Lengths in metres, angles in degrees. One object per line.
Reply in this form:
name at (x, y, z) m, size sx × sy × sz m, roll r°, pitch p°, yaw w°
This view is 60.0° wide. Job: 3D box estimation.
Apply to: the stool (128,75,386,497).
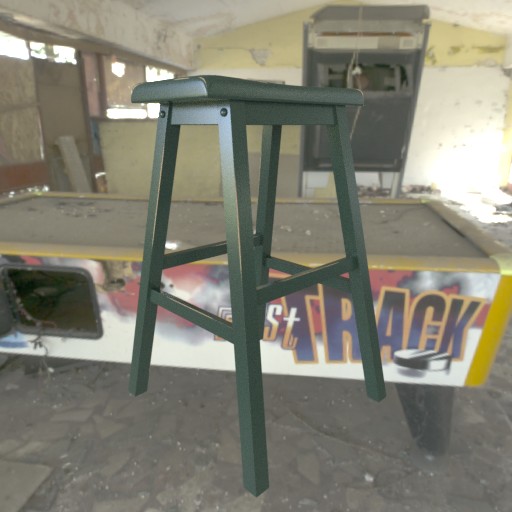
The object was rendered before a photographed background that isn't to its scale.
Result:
stool at (0.000, 0.000, 1.029) m, size 0.457 × 0.737 × 0.476 m, roll -15°, pitch 22°, yaw -42°
